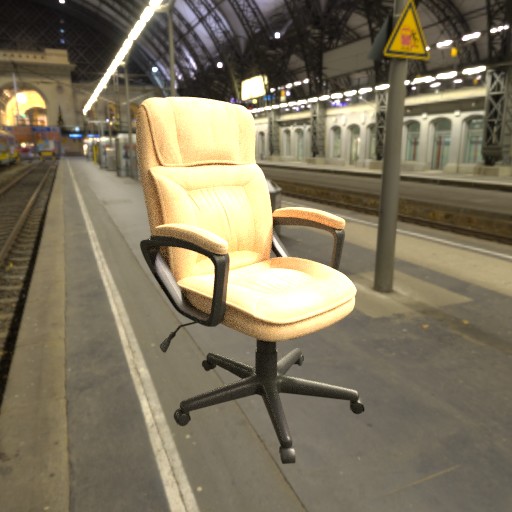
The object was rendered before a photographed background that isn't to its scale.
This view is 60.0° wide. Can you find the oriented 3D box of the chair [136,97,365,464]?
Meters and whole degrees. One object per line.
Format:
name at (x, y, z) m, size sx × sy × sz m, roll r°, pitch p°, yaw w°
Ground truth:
chair at (0.000, 0.000, 1.571) m, size 0.667 × 1.105 × 0.724 m, roll -13°, pitch 19°, yaw -43°
